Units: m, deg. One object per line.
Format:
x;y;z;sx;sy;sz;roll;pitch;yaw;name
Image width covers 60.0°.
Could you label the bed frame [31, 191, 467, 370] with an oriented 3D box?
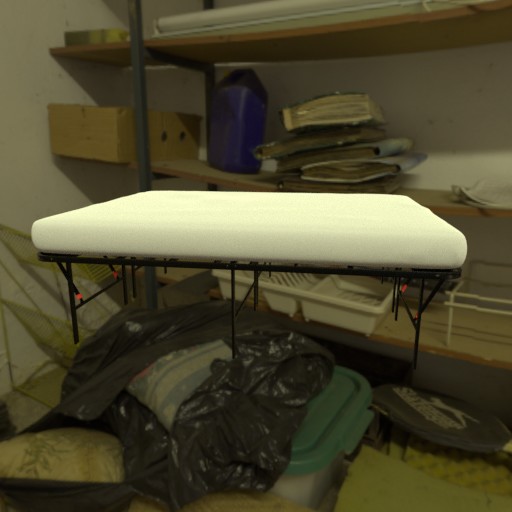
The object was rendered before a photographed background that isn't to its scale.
0.000;0.000;2.573;1.905;0.637;1.372;2;14;9;bed frame
